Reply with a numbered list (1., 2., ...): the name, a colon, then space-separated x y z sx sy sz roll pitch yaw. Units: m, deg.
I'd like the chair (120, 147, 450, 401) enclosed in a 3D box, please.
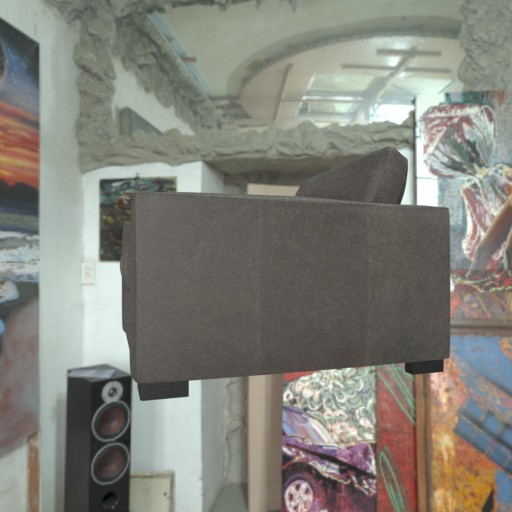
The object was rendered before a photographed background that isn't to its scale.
1. chair: 0.000 0.000 1.850 1.080 0.807 1.106 0 -1 -18
